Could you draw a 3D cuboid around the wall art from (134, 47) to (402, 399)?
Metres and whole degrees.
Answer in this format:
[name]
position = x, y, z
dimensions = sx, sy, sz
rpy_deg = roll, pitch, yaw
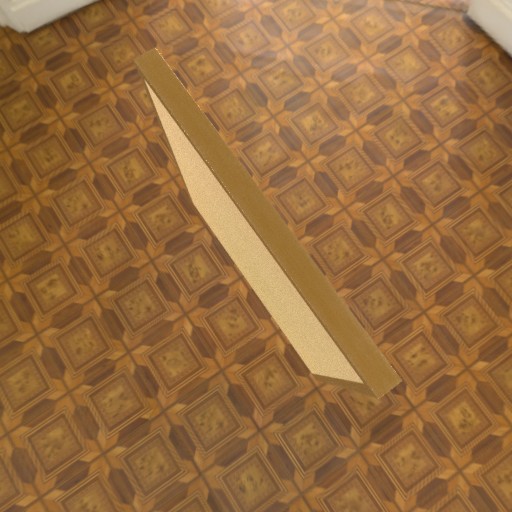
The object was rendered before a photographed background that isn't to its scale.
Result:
[wall art]
position = 0.000, 0.000, 0.774
dimensions = 0.033, 0.509, 0.510
rpy_deg = -34, 79, -8
